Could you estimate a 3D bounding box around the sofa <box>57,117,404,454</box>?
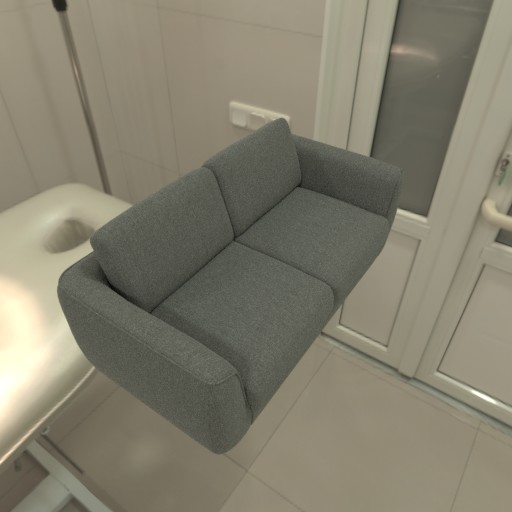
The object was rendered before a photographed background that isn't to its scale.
[{"bbox_3d":[0.000,0.000,2.201,0.920,0.870,1.700,24,46,26],"label":"sofa"}]
